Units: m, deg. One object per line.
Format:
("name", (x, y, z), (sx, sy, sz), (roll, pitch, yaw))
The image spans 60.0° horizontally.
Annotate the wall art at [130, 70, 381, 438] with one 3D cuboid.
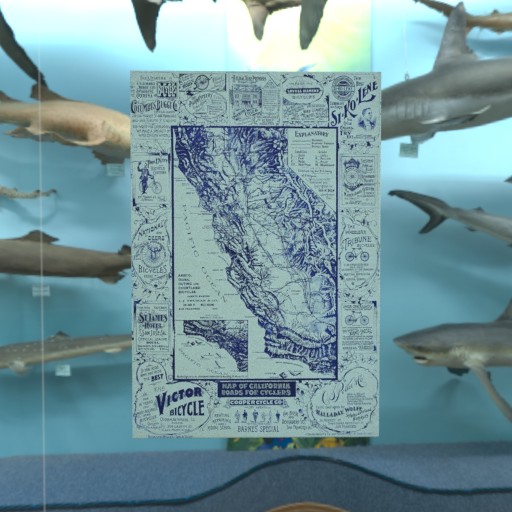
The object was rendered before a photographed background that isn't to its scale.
("wall art", (0.000, 0.000, 0.466), (0.255, 0.376, 0.025), (0, 1, -1))
